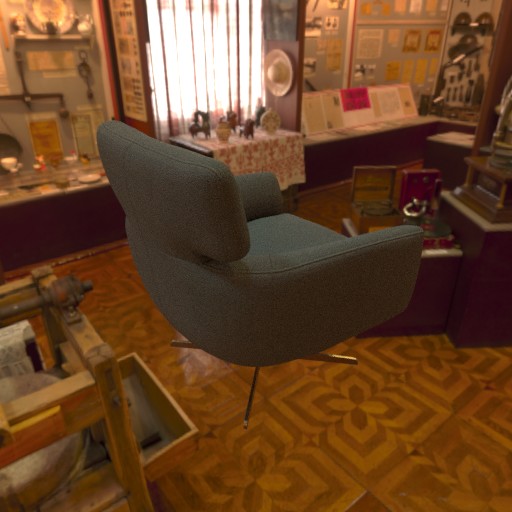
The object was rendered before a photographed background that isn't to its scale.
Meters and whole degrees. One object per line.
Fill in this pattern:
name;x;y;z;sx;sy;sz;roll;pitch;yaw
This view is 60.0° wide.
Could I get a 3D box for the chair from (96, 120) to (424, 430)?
chair;0.000;0.000;1.385;0.761;0.813;0.738;-18;32;-32
